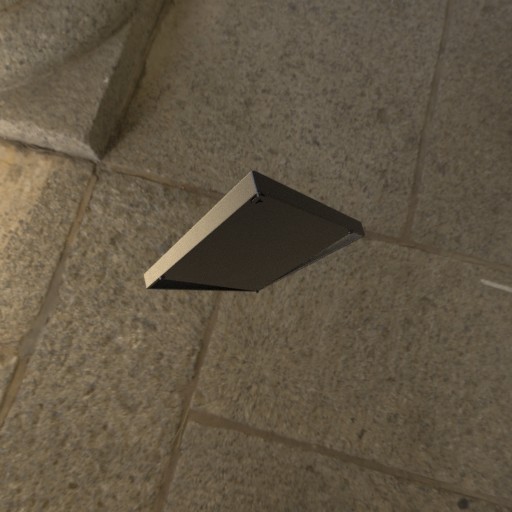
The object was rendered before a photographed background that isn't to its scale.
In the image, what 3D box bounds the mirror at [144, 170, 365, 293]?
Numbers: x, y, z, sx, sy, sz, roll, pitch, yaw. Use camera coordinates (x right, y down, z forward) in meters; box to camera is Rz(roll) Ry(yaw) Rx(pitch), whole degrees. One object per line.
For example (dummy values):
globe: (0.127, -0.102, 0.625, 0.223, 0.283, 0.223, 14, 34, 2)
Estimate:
mirror: (0.000, 0.000, 0.826, 0.419, 0.679, 0.032, -14, 76, -3)
